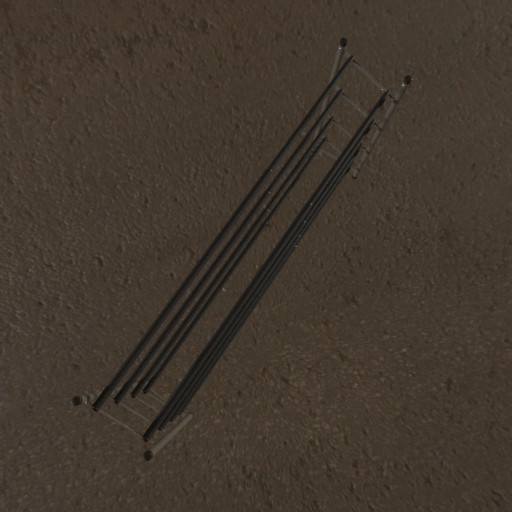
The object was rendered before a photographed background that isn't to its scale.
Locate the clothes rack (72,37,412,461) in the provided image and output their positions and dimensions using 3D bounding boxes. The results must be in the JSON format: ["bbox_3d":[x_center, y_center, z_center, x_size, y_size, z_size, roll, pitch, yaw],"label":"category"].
[{"bbox_3d":[0.000,0.000,1.424,0.229,0.672,1.168,34,80,7],"label":"clothes rack"}]
